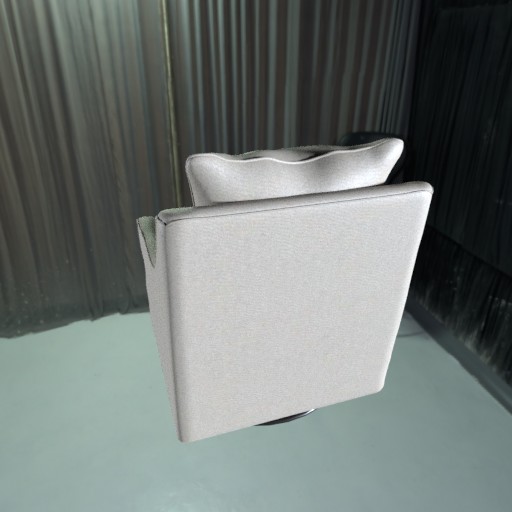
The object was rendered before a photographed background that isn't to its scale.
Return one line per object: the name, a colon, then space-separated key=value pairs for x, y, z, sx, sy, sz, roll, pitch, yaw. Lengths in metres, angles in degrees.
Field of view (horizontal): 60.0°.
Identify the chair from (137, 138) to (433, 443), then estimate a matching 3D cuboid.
chair: x=0.000 y=0.000 z=1.600 sx=0.760 sy=0.942 sz=0.876 roll=-9 pitch=28 yaw=-17
